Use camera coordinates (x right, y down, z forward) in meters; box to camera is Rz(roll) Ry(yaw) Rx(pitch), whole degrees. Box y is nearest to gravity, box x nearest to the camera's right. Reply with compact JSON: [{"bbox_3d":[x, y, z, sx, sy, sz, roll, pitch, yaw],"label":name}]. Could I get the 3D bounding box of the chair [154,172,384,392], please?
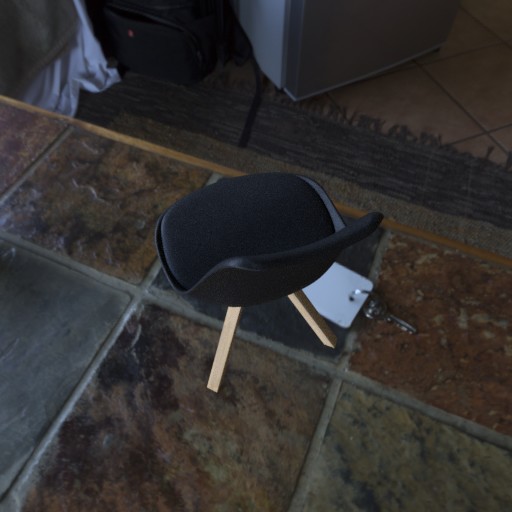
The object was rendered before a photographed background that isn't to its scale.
[{"bbox_3d":[0.000,0.000,1.181,0.485,0.850,0.549,-18,60,-11],"label":"chair"}]
